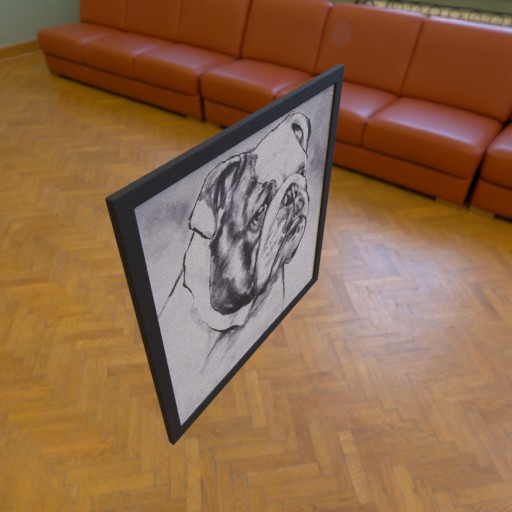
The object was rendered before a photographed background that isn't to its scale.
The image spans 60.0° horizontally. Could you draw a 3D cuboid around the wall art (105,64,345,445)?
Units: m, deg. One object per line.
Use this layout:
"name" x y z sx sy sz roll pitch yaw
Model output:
"wall art" 0.000 0.000 0.843 0.012 0.558 0.562 25 47 26
